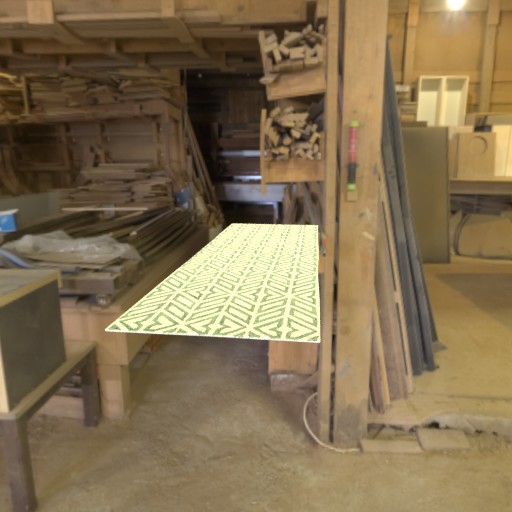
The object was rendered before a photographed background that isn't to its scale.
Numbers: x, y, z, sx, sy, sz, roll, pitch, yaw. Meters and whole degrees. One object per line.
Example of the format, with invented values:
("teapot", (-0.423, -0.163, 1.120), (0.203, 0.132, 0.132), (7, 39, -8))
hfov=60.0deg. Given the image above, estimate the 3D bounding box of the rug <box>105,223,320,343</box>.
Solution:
("rug", (0.000, 0.000, 2.681), (0.750, 0.009, 2.435), (2, 13, 7))
